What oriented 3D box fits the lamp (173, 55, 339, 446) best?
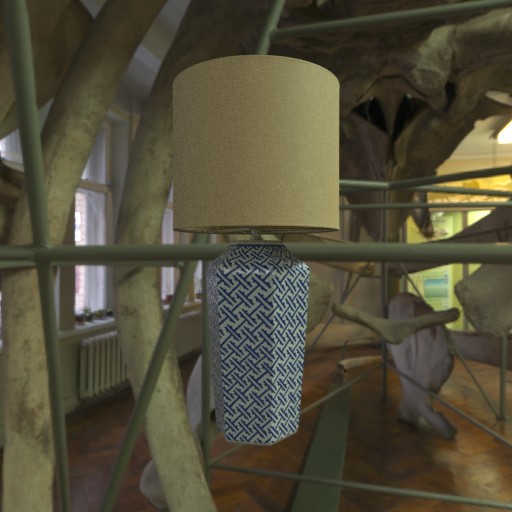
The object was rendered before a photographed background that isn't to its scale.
[{"bbox_3d":[0.000,0.000,0.866,0.320,0.682,0.320,0,0,17],"label":"lamp"}]
